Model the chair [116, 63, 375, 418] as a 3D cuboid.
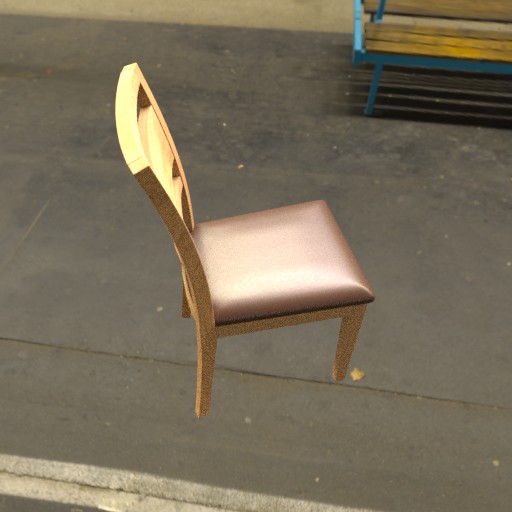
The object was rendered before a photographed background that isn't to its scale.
[{"bbox_3d":[0.000,0.000,1.215,0.545,0.940,0.420,-10,48,-9],"label":"chair"}]
